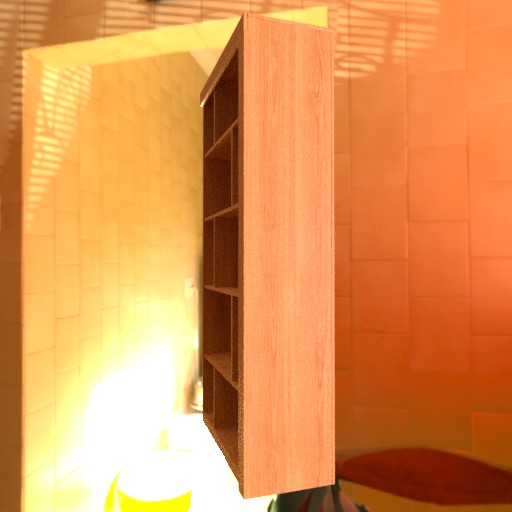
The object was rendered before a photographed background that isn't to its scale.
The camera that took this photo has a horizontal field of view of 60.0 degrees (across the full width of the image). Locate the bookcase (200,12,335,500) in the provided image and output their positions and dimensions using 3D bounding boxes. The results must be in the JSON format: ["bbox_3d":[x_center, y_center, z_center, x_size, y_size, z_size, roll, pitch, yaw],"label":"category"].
[{"bbox_3d":[0.000,0.000,2.351,0.420,2.020,0.950,0,-1,-18],"label":"bookcase"}]
